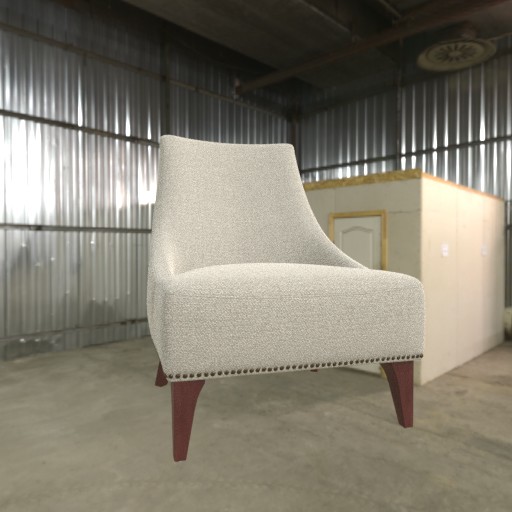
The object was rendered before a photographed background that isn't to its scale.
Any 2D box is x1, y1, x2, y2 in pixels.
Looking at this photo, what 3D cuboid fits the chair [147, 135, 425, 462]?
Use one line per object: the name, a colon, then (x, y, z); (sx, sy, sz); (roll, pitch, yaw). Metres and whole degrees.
chair: (0.000, 0.000, 1.450); (0.701, 0.909, 0.861); (0, 2, -18)
